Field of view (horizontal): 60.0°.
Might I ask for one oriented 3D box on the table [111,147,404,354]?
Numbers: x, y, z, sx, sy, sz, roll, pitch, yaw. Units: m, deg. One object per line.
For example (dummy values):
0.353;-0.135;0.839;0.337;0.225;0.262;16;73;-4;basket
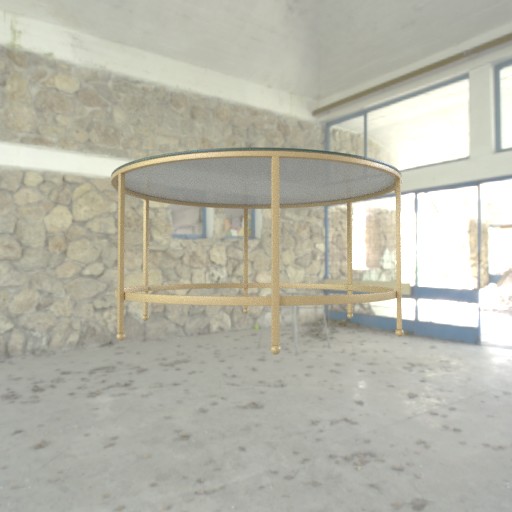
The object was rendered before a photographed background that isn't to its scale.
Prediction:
0.000;0.000;1.456;0.914;0.470;0.914;0;-1;0;table
